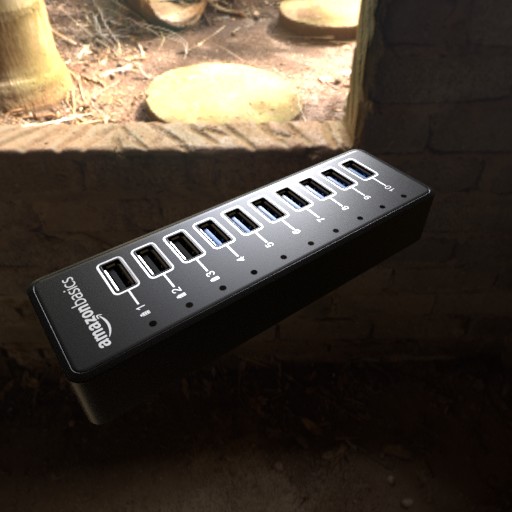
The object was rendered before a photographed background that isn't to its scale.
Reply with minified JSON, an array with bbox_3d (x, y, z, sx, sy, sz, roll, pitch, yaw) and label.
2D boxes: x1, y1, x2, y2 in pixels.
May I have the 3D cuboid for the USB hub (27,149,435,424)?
[{"bbox_3d":[0.000,0.000,0.161,0.145,0.023,0.044,-26,49,-25],"label":"USB hub"}]
